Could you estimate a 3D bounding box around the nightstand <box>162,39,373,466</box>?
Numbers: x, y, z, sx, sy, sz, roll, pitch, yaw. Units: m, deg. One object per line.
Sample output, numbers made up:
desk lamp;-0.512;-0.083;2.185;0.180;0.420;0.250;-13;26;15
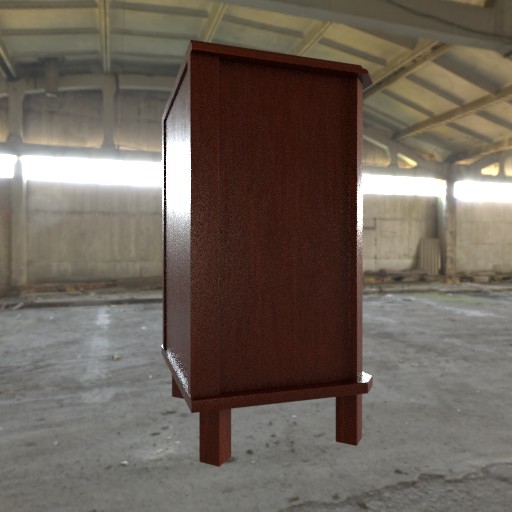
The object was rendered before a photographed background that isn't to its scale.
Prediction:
nightstand;0.000;0.000;0.946;0.351;0.681;0.435;0;0;-18
